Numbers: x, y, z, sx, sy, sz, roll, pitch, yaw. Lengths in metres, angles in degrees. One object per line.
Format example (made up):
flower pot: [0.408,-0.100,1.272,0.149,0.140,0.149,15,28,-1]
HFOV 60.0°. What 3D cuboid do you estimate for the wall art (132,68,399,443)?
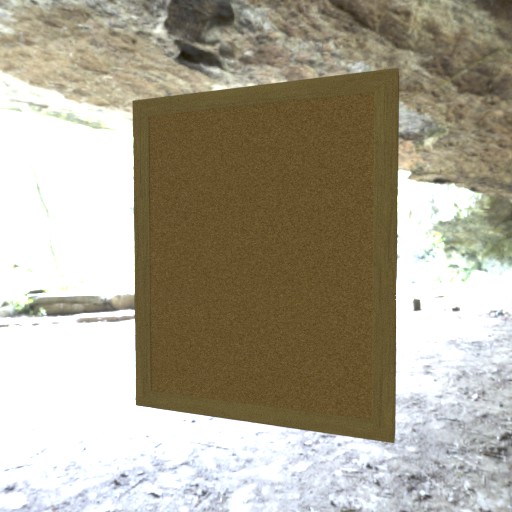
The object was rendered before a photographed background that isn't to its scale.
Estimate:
wall art: [0.000,0.000,0.514,0.312,0.380,0.030,1,2,19]
